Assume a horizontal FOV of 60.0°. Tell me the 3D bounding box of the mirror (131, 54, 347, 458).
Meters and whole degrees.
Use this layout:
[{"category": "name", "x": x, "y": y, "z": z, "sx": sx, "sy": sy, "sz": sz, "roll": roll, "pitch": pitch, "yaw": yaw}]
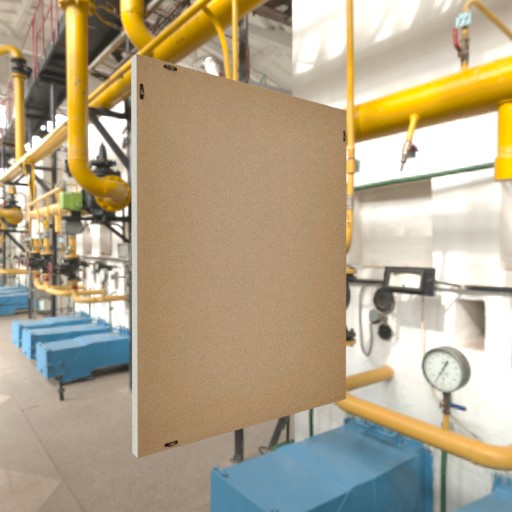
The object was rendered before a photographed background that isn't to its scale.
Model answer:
[{"category": "mirror", "x": 0.000, "y": 0.000, "z": 1.349, "sx": 0.762, "sy": 1.016, "sz": 0.041, "roll": 0, "pitch": 1, "yaw": -36}]
